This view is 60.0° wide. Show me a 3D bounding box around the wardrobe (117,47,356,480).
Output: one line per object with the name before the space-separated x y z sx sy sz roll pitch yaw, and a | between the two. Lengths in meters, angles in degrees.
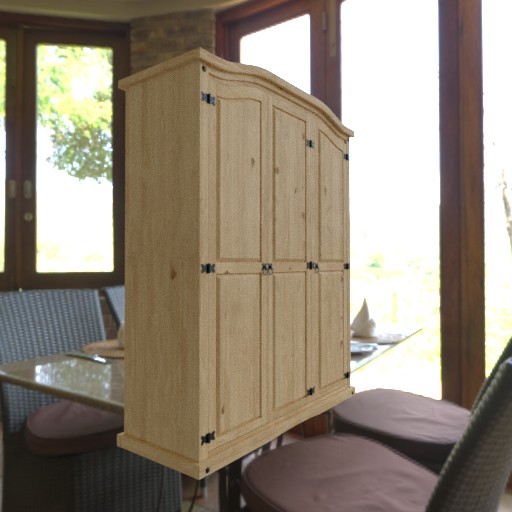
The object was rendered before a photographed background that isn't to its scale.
wardrobe | 0.000 0.000 2.603 0.570 1.870 1.500 -1 -1 38
